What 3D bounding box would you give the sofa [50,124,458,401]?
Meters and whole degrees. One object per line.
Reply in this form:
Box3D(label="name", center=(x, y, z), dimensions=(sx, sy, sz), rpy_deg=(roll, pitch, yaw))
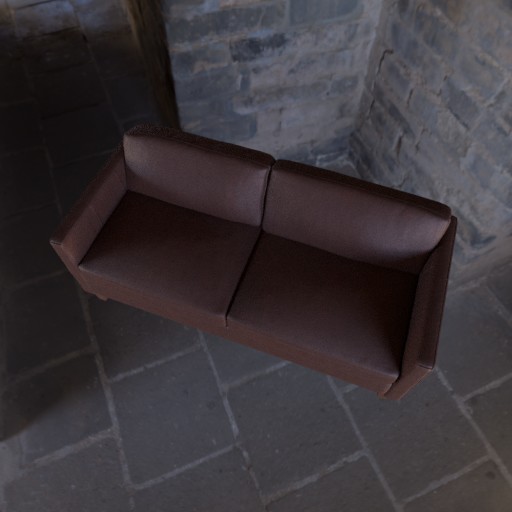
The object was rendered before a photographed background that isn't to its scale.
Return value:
Box3D(label="sofa", center=(0.000, 0.000, 2.497), dimensions=(1.971, 0.863, 0.923), rpy_deg=(17, 60, 10))
